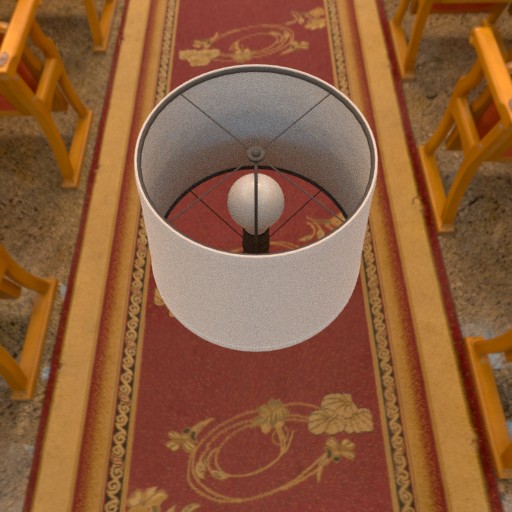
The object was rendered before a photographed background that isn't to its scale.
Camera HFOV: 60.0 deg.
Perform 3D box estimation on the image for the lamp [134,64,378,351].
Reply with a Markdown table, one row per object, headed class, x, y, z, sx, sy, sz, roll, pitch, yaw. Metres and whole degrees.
| class | x | y | z | sx | sy | sz | roll | pitch | yaw |
| --- | --- | --- | --- | --- | --- | --- | --- | --- | --- |
| lamp | 0.000 | 0.000 | 0.686 | 0.310 | 0.501 | 0.310 | 0 | 64 | 0 |
